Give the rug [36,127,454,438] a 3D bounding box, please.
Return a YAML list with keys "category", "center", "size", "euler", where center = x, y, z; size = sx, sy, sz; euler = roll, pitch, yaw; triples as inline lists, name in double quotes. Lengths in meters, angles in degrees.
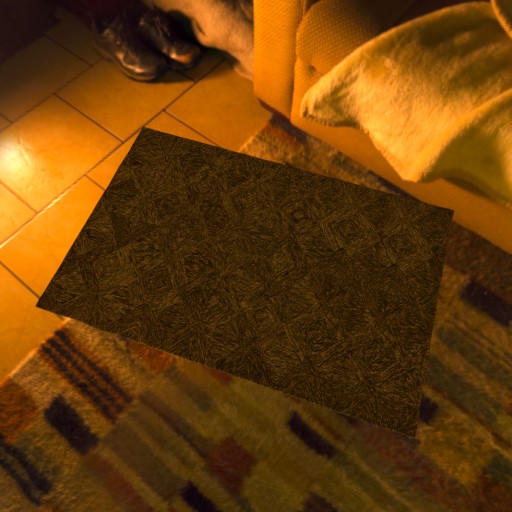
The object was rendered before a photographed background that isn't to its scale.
- category: "rug"
  center: [0.000, 0.000, 2.218]
  size: [1.808, 0.011, 1.189]
  euler: [17, 64, 8]
